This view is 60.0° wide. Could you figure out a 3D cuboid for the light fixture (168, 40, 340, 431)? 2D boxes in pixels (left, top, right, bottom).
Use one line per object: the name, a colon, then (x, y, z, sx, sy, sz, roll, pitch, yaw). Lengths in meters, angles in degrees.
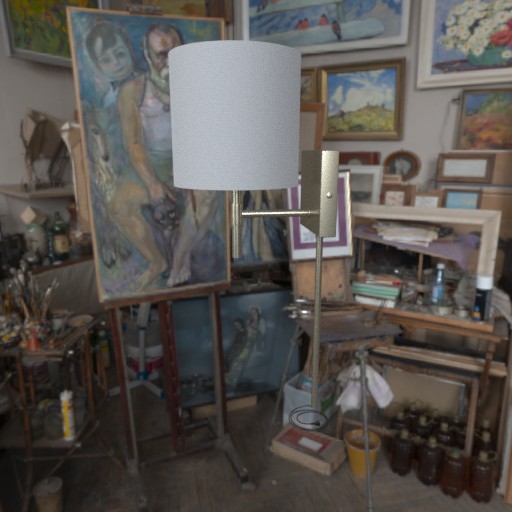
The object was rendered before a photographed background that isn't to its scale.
light fixture: (0.000, 0.000, 0.706, 0.248, 0.589, 0.188, -2, 14, -7)
